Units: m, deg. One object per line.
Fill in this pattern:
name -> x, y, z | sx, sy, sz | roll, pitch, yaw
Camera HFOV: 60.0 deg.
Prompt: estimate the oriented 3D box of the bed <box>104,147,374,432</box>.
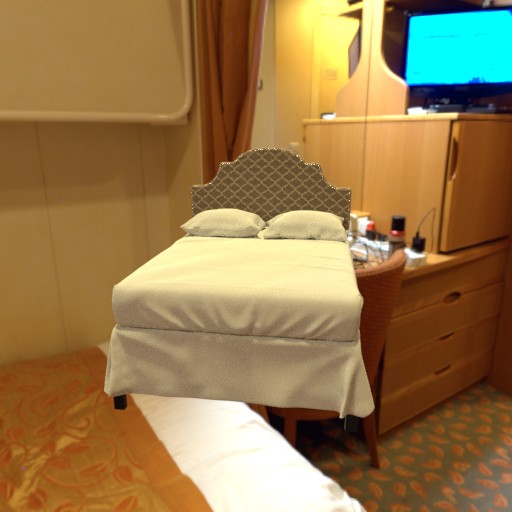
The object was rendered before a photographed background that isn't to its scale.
bed -> 0.000, 0.000, 3.555 | 1.780, 1.633, 2.222 | 2, 16, 8
